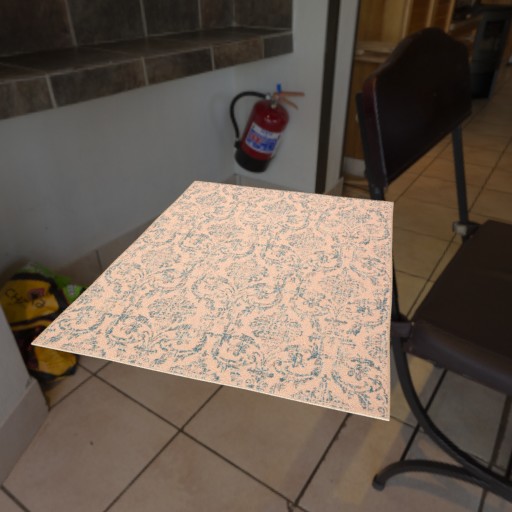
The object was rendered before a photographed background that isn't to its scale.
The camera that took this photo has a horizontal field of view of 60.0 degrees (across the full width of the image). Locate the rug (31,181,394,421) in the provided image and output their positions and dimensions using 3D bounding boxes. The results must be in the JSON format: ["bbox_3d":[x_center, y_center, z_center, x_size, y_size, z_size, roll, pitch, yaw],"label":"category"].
[{"bbox_3d":[0.000,0.000,3.969,2.363,0.012,2.980,8,33,13],"label":"rug"}]
